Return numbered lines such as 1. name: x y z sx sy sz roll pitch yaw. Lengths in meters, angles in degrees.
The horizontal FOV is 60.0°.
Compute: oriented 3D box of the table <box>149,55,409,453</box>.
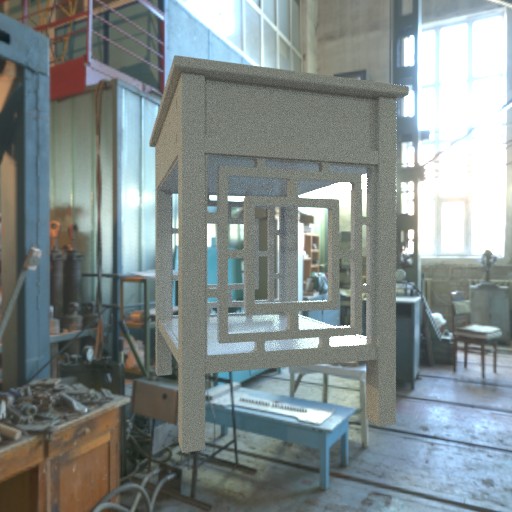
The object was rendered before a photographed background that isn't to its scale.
1. table: 0.000 0.000 1.043 0.451 0.646 0.564 0 0 -17
